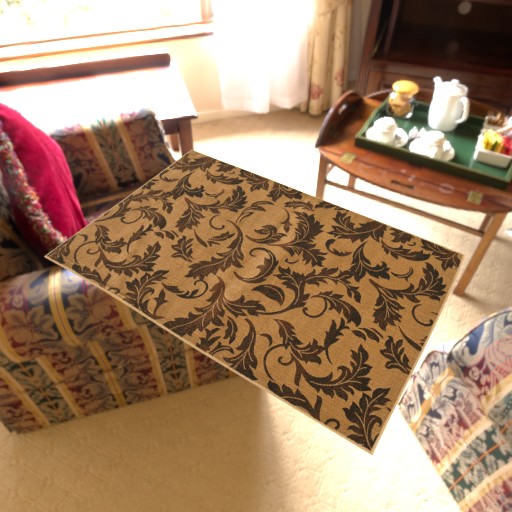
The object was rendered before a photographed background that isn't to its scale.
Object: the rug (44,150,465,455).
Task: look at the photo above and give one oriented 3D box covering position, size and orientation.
[{"bbox_3d":[0.000,0.000,2.871,2.284,0.008,1.522,25,51,22],"label":"rug"}]
